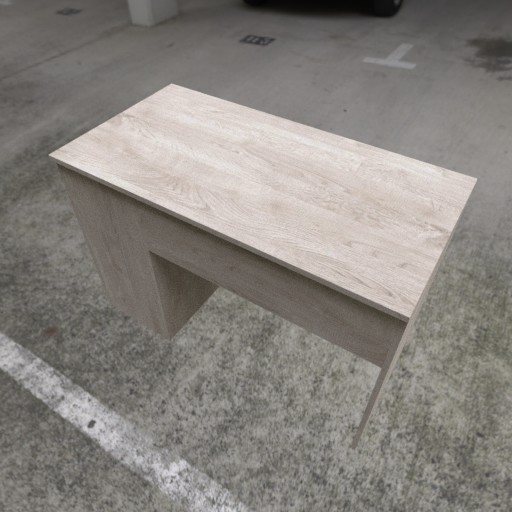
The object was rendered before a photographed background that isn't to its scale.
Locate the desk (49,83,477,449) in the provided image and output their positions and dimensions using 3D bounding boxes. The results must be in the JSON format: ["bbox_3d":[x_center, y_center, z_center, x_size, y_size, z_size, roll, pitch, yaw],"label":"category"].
[{"bbox_3d":[0.000,0.000,1.530,1.097,0.735,0.560,25,51,22],"label":"desk"}]
